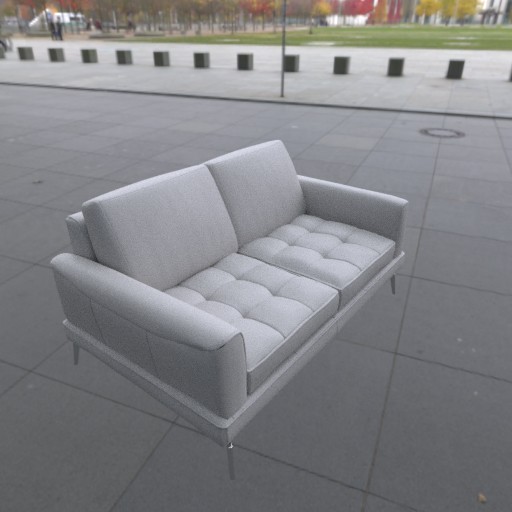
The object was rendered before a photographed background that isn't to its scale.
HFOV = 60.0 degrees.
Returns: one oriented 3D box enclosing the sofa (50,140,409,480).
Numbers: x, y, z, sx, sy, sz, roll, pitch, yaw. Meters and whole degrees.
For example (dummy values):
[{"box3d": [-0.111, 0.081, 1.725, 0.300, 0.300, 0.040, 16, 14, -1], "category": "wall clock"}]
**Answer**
[{"box3d": [0.000, 0.000, 2.455, 1.121, 0.930, 1.819, 20, 34, 33], "category": "sofa"}]
